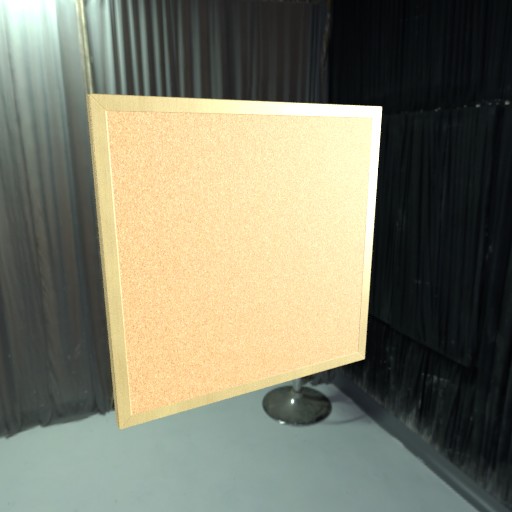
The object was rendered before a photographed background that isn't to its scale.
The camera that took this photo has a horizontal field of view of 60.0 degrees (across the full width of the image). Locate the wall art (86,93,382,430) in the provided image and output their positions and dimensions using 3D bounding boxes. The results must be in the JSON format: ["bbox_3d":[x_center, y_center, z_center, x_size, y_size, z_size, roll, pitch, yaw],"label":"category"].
[{"bbox_3d":[0.000,0.000,1.156,0.763,0.763,0.037,-8,17,-27],"label":"wall art"}]
